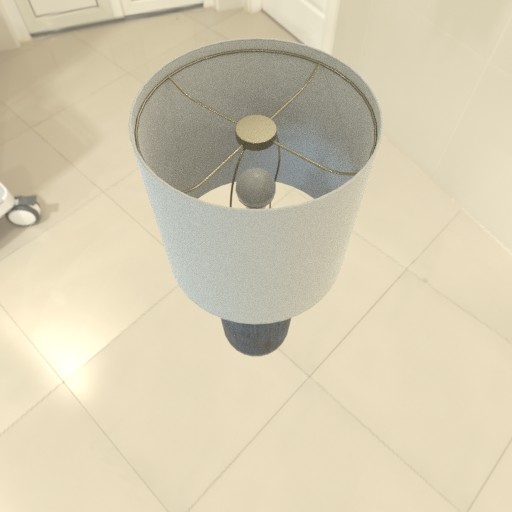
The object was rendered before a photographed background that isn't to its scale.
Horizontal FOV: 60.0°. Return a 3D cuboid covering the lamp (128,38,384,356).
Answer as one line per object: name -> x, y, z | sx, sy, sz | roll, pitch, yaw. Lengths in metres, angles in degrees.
lamp -> 0.000, 0.000, 0.588 | 0.220, 0.475, 0.220 | -35, 64, -20
